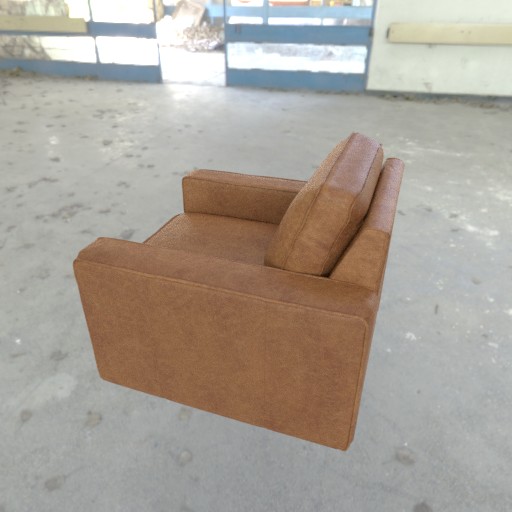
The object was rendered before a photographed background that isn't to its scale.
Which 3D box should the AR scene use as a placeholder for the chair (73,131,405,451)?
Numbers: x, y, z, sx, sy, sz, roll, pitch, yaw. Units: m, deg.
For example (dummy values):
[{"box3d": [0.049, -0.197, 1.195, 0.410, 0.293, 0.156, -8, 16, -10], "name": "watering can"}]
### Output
[{"box3d": [0.000, 0.000, 1.764, 1.027, 0.901, 0.987, 9, 31, 14], "name": "chair"}]
